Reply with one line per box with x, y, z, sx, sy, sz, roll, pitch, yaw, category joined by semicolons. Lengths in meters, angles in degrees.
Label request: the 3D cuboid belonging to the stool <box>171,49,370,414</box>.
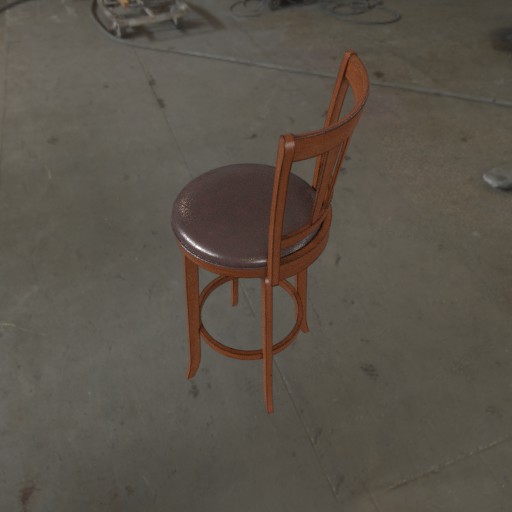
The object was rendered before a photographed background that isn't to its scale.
0.000;0.000;1.420;0.503;1.177;0.464;18;49;17;stool
